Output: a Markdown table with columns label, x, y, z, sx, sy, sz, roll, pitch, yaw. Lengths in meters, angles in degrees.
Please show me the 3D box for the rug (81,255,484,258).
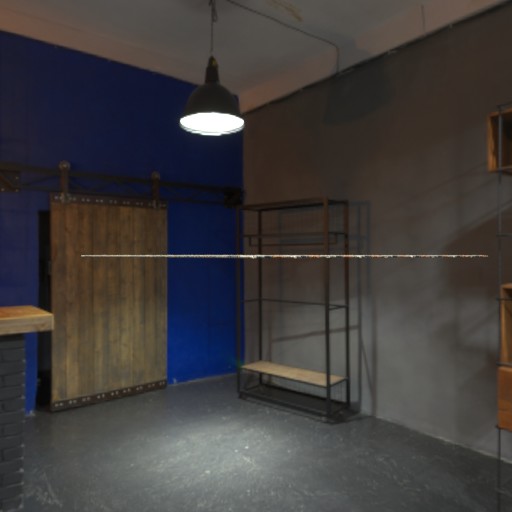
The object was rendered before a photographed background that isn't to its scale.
| label | x | y | z | sx | sy | sz | roll | pitch | yaw |
| --- | --- | --- | --- | --- | --- | --- | --- | --- | --- |
| rug | 0.000 | 0.000 | 2.270 | 1.278 | 0.009 | 1.730 | 0 | 0 | -36 |
